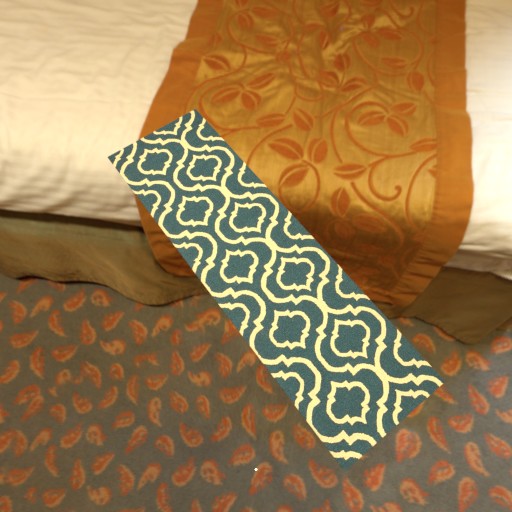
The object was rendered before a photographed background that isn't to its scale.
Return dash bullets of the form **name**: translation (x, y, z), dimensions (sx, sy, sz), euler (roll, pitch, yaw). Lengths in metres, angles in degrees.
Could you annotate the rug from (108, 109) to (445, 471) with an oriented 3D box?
- **rug**: translation (0.000, 0.000, 2.568), dimensions (0.685, 0.006, 2.296), euler (-34, 69, -15)
